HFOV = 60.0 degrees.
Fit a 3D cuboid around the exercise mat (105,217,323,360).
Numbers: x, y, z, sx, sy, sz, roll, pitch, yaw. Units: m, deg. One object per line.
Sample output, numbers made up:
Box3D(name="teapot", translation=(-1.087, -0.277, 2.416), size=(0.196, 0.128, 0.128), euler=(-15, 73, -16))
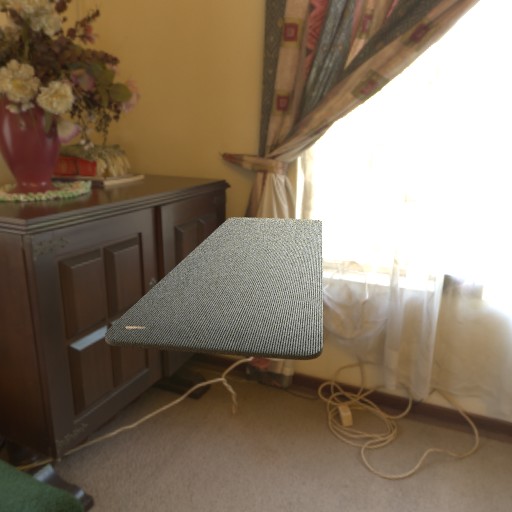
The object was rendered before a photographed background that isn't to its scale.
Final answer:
Box3D(name="exercise mat", translation=(0.000, 0.000, 2.061), size=(0.616, 0.021, 1.869), euler=(2, 16, 8))
